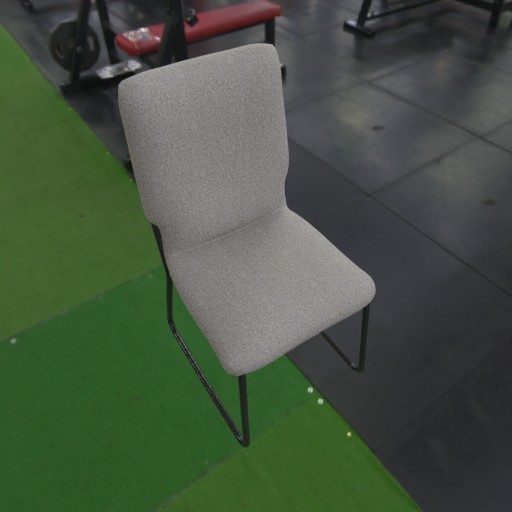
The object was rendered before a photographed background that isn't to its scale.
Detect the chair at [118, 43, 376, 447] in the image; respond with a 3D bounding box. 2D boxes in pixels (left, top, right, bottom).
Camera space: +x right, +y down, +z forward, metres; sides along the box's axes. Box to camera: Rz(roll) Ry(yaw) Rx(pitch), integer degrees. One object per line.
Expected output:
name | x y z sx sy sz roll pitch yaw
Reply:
chair | 0.000 0.000 1.163 0.448 0.864 0.560 -25 52 -22
